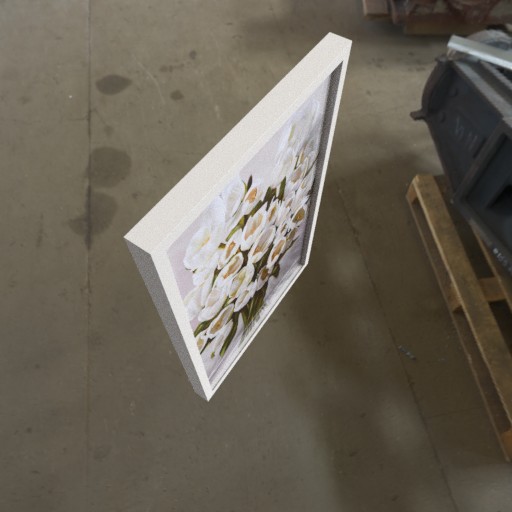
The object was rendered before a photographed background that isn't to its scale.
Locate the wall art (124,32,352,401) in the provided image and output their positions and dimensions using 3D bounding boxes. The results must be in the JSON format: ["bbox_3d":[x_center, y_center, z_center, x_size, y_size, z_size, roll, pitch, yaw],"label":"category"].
[{"bbox_3d":[0.000,0.000,0.553,0.025,0.428,0.293,30,64,17],"label":"wall art"}]
